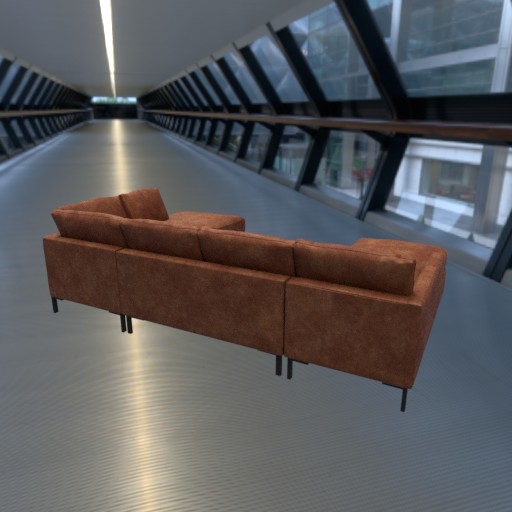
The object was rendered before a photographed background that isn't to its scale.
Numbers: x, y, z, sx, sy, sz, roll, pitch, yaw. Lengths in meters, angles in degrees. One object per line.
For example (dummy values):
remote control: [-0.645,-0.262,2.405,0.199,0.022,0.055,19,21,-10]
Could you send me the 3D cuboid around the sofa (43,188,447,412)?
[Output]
sofa: [0.000,0.000,3.781,2.956,0.900,1.939,9,19,26]
